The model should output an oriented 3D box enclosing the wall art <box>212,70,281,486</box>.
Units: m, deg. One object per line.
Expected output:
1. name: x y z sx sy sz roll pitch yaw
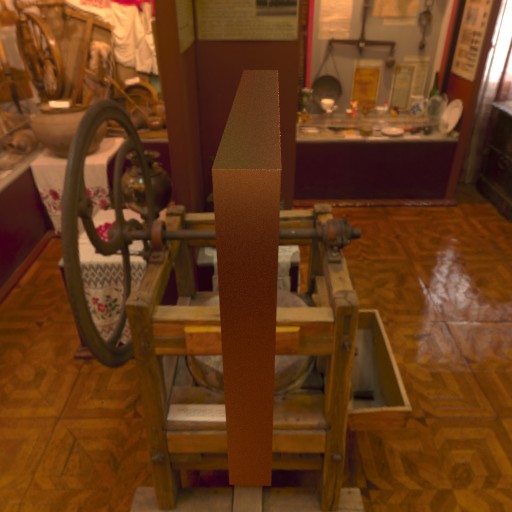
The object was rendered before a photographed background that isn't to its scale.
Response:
1. wall art: 0.000 0.000 0.453 0.038 0.304 0.304 1 32 2
